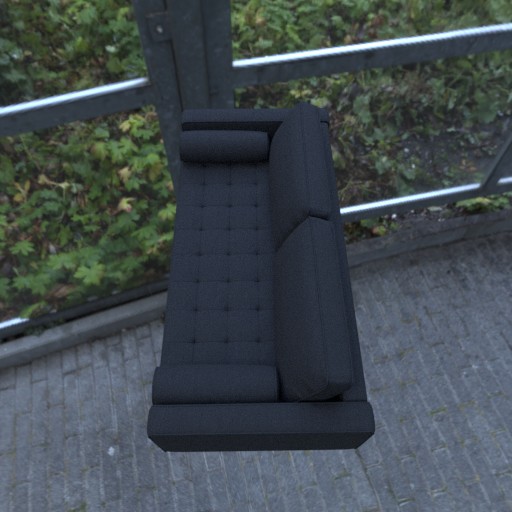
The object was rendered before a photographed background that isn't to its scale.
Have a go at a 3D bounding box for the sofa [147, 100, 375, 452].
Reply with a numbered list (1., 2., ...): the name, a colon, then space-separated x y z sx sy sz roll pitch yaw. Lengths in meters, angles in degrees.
1. sofa: 0.000 0.000 2.358 0.914 0.759 1.875 -1 58 0
